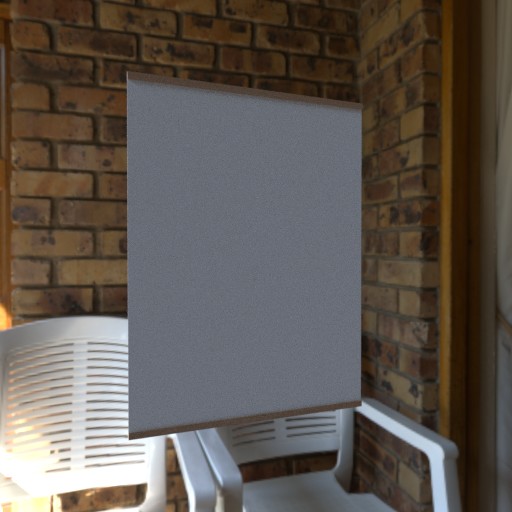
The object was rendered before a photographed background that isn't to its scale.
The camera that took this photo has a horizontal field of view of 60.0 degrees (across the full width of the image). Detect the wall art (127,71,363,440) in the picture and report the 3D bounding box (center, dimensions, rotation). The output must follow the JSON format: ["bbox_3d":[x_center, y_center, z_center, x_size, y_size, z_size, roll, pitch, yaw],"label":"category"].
[{"bbox_3d":[0.000,0.000,1.361,0.758,1.016,0.013,0,1,-21],"label":"wall art"}]
